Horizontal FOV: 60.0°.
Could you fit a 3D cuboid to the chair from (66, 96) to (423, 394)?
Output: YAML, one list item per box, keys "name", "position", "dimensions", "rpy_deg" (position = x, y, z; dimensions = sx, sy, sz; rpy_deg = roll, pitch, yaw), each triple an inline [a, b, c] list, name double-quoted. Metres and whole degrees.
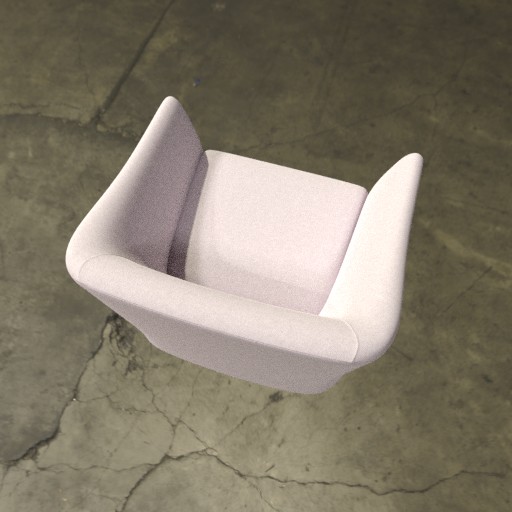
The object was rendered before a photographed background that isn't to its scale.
- name: "chair"
  position: [0.000, 0.000, 1.347]
  dimensions: [0.790, 0.720, 0.700]
  rpy_deg: [15, 65, 7]
